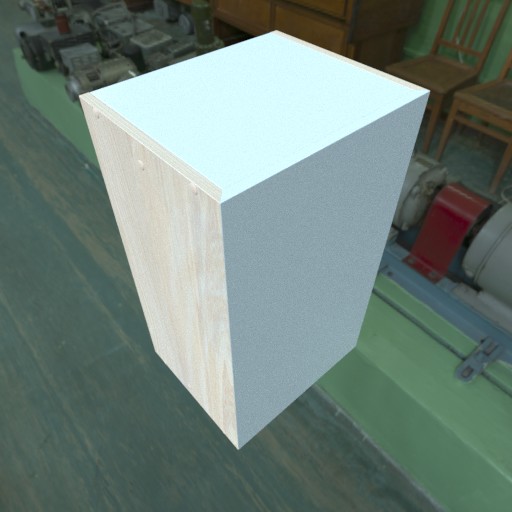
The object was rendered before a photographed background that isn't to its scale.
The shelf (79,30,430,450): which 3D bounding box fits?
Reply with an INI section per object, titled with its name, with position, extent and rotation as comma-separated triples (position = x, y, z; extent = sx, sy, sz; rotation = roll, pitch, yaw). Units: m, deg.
[shelf]
position = 0.000, 0.000, 0.784
extent = 0.350, 0.600, 0.290
rotation = -32, 54, -28
